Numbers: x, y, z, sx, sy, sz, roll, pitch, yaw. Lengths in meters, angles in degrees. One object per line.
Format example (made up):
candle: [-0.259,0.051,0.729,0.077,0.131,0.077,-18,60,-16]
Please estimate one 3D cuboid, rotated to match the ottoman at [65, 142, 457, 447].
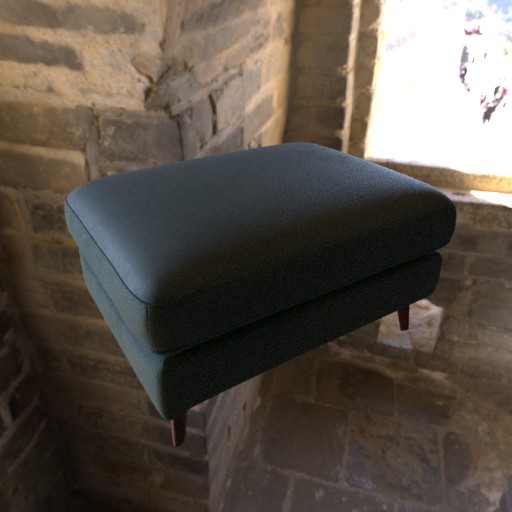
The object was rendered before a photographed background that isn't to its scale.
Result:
ottoman: [0.000,0.000,1.153,0.811,0.449,0.608,-18,34,-28]
